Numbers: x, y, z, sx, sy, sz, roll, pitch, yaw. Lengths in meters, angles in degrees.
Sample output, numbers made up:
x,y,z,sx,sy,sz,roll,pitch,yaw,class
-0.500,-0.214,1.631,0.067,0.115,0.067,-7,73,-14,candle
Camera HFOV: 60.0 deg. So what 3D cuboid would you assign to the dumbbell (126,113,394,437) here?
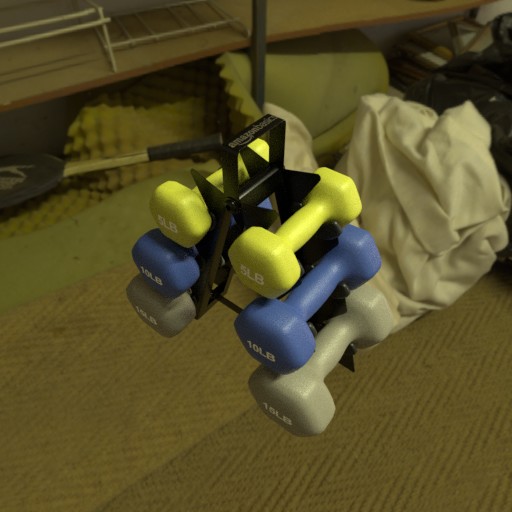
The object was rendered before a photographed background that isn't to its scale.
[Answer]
x,y,z,sx,sy,sz,roll,pitch,yaw,class
0.000,0.000,0.676,0.416,0.426,0.261,30,53,25,dumbbell
